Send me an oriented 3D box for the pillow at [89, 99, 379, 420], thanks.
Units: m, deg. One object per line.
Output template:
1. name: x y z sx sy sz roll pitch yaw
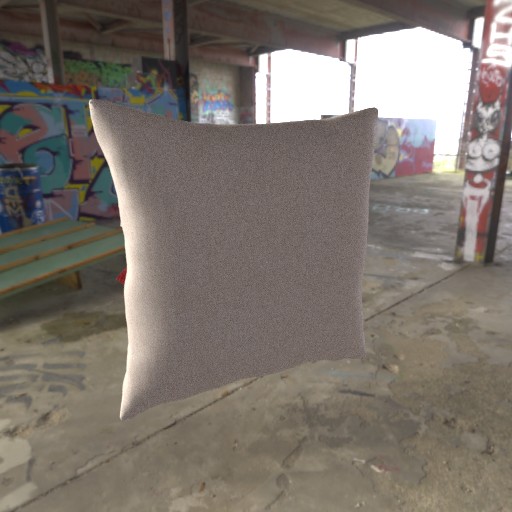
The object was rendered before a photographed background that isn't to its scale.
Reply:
1. pillow: 0.000 0.000 0.668 0.433 0.436 0.173 -7 17 -24
